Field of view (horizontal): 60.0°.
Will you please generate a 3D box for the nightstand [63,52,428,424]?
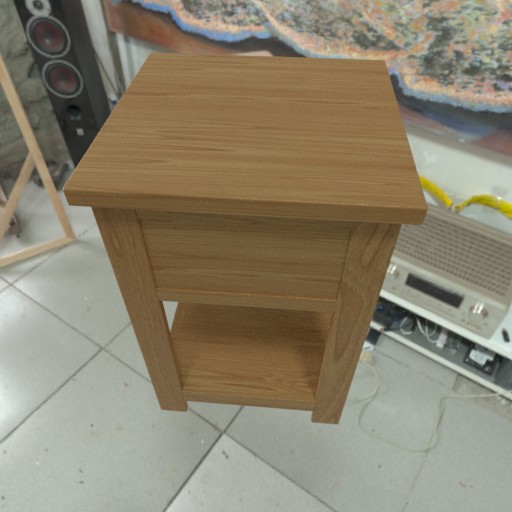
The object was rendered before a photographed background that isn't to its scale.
[{"bbox_3d":[0.000,0.000,0.877,0.428,0.614,0.418,3,46,3],"label":"nightstand"}]
